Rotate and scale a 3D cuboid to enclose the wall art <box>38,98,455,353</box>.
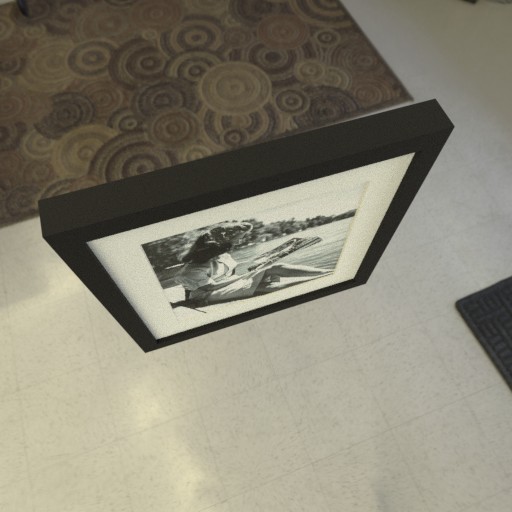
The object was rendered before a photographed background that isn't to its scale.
[{"bbox_3d":[0.000,0.000,0.458,0.308,0.305,0.030,-16,65,-8],"label":"wall art"}]
